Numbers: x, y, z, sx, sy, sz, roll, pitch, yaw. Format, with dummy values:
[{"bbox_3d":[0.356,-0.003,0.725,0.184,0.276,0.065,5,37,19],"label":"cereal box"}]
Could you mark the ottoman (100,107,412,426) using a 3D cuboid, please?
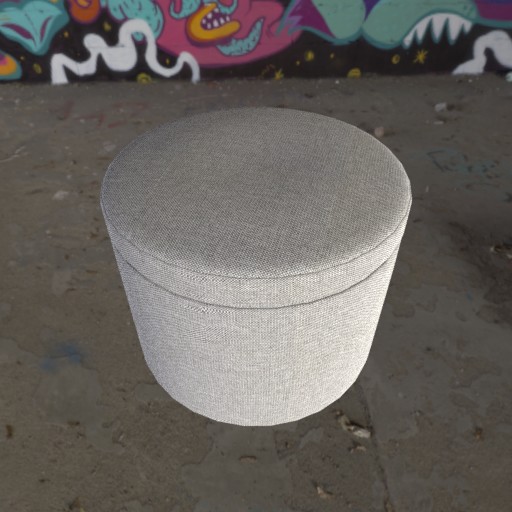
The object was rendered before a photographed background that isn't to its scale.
[{"bbox_3d":[0.000,0.000,0.854,0.500,0.419,0.500,0,42,0],"label":"ottoman"}]
